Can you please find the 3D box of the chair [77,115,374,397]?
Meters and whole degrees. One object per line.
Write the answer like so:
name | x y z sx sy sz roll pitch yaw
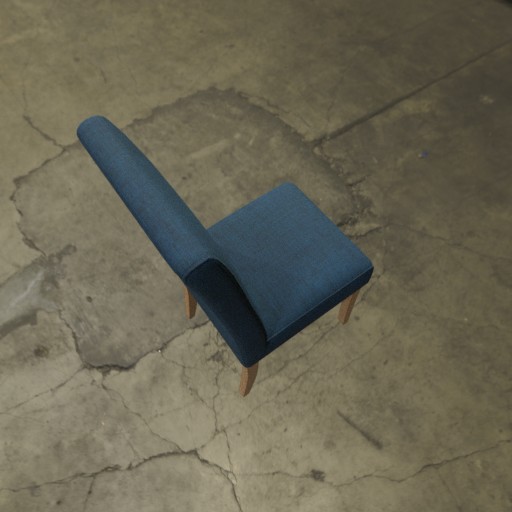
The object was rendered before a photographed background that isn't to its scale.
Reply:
chair | 0.000 0.000 1.322 0.610 1.029 0.450 -31 63 -18
